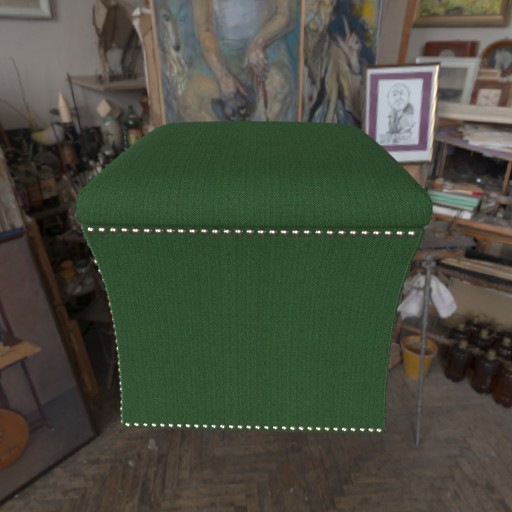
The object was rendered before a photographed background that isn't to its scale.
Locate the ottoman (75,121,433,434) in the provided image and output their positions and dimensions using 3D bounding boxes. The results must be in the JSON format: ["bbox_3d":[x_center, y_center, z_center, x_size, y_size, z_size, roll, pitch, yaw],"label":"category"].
[{"bbox_3d":[0.000,0.000,0.886,0.497,0.475,0.507,1,26,1],"label":"ottoman"}]
